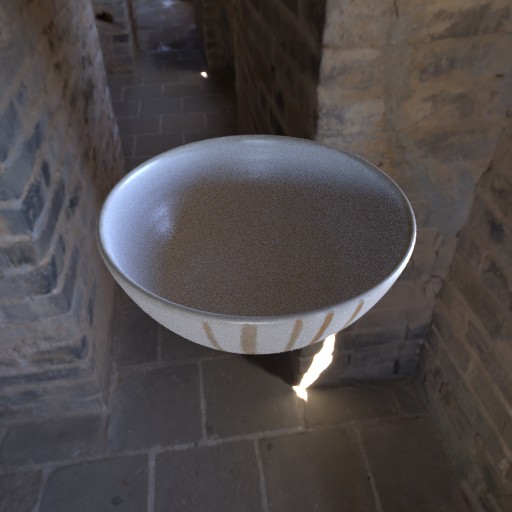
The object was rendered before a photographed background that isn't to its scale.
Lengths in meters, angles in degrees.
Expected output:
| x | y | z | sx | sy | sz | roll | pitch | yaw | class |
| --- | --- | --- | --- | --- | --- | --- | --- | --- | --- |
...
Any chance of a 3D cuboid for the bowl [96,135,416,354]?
| x | y | z | sx | sy | sz | roll | pitch | yaw | class |
| --- | --- | --- | --- | --- | --- | --- | --- | --- | --- |
| 0.000 | 0.000 | 0.422 | 0.268 | 0.121 | 0.268 | 0 | 41 | 0 | bowl |
